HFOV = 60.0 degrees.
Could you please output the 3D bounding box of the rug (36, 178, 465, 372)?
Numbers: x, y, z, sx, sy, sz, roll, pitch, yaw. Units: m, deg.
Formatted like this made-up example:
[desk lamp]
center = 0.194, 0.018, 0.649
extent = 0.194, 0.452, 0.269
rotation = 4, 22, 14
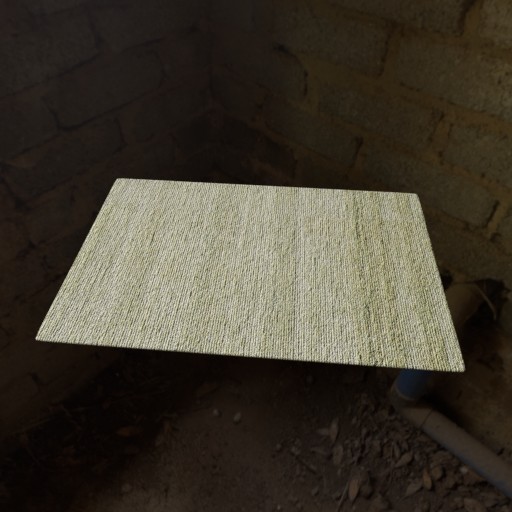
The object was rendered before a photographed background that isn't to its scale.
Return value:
[rug]
center = 0.000, 0.000, 2.187
extent = 1.758, 0.010, 1.143
rotation = 3, 46, 3
